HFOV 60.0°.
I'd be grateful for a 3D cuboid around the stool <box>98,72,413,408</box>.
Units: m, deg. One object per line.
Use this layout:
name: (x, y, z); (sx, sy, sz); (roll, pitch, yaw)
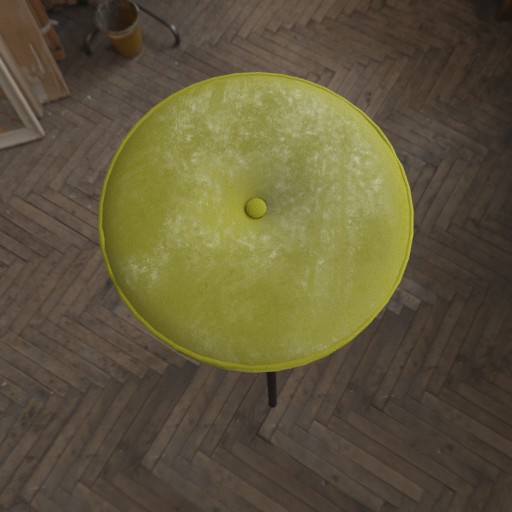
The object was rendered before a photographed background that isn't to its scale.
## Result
stool: (0.000, 0.000, 0.800); (0.409, 0.508, 0.409); (36, 78, 9)
